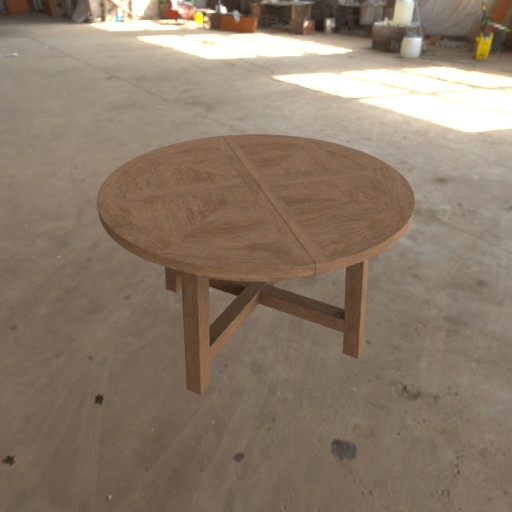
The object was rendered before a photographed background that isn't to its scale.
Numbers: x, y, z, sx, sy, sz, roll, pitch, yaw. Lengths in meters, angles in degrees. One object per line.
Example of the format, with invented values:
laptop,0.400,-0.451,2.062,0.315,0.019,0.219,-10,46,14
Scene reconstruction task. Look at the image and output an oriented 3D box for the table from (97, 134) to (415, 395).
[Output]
table,0.000,0.000,2.126,1.319,0.762,1.319,0,33,0
